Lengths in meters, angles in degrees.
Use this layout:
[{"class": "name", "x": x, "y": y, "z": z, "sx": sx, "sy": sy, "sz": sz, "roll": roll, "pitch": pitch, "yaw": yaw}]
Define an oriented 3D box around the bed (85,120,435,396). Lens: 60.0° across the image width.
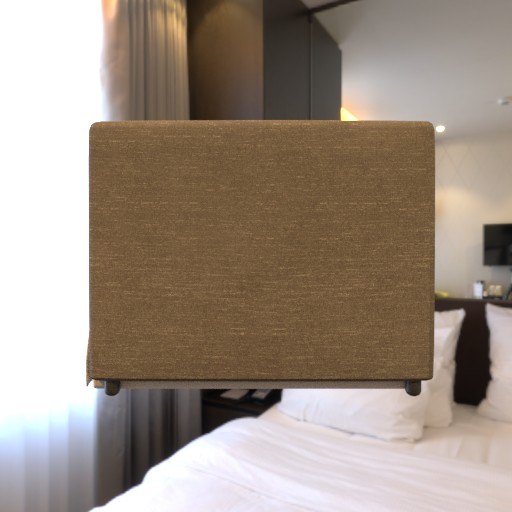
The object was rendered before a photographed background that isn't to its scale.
[{"class": "bed", "x": 0.000, "y": 0.000, "z": 3.149, "sx": 1.723, "sy": 1.330, "sz": 2.142, "roll": 0, "pitch": 1, "yaw": 0}]
